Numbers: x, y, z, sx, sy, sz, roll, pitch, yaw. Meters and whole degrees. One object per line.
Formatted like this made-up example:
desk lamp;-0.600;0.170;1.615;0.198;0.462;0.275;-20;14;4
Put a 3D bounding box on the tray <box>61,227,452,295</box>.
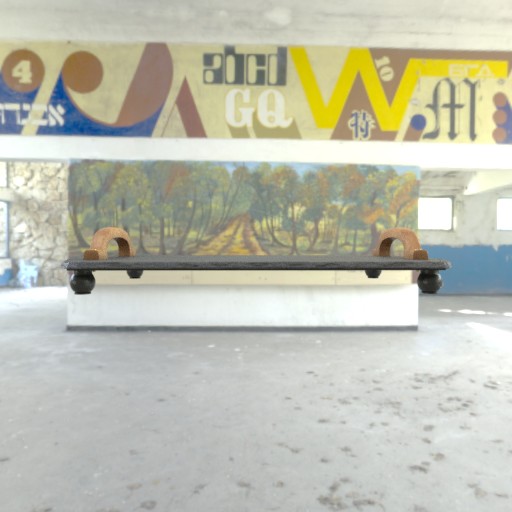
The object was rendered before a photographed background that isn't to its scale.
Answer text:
tray;0.000;0.000;0.484;0.387;0.062;0.231;0;1;-1
